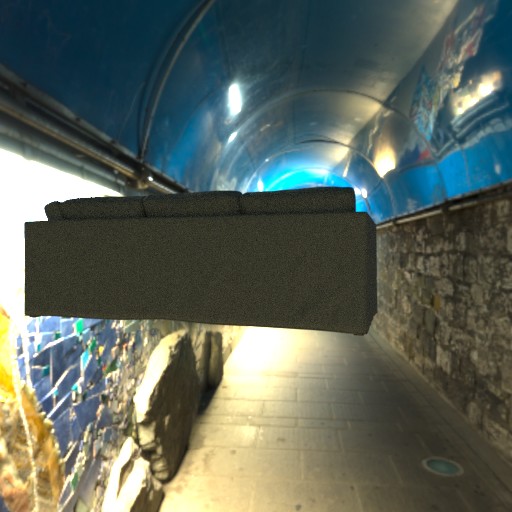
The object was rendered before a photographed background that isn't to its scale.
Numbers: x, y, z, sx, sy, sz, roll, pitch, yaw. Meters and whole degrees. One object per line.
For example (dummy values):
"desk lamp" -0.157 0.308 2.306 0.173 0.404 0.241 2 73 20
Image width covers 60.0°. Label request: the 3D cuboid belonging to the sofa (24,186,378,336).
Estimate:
"sofa" 0.000 0.000 4.458 2.427 0.882 3.460 0 0 18
